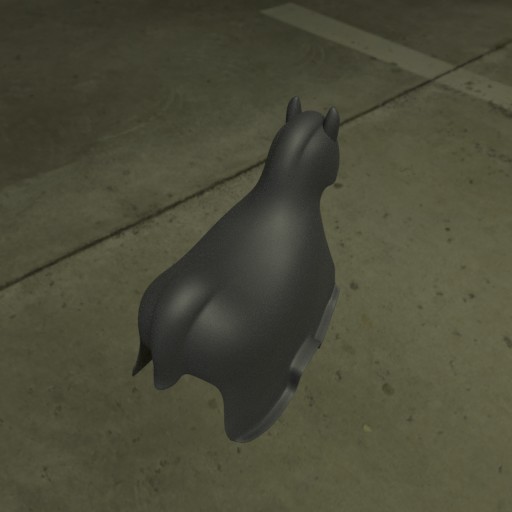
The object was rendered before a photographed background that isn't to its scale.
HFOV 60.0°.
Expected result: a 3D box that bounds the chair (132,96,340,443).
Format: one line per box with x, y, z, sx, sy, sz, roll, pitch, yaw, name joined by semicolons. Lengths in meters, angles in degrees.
0.000;0.000;1.142;0.429;0.612;0.800;24;51;22;chair
